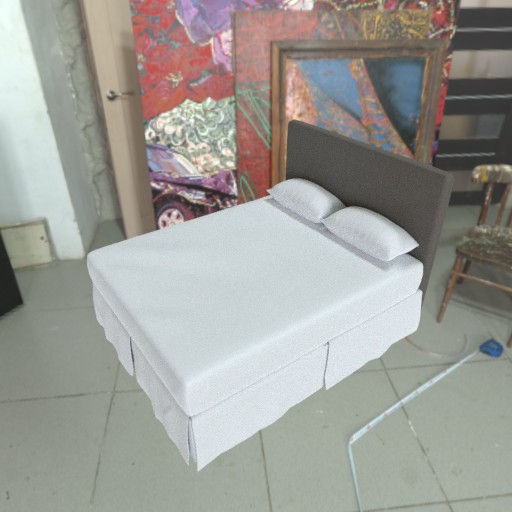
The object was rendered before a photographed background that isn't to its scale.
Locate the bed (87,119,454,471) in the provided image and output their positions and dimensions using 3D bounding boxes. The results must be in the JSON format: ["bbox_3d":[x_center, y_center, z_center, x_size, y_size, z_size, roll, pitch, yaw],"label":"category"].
[{"bbox_3d":[0.000,0.000,3.282,2.142,1.330,1.723,-21,38,-30],"label":"bed"}]
